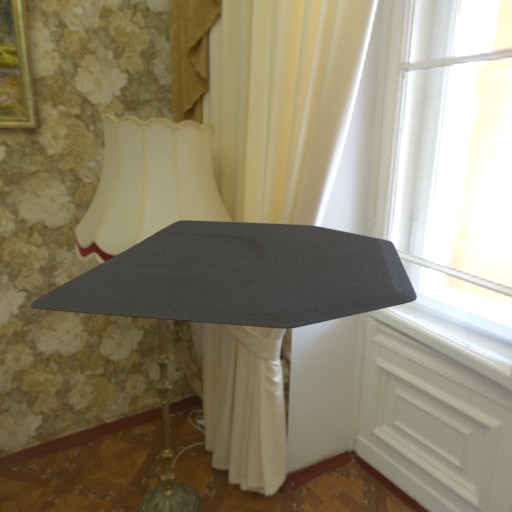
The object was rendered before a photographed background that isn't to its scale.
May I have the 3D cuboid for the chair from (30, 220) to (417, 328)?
[{"bbox_3d":[0.000,0.000,1.913,1.219,0.024,1.372,3,16,10],"label":"chair"}]
